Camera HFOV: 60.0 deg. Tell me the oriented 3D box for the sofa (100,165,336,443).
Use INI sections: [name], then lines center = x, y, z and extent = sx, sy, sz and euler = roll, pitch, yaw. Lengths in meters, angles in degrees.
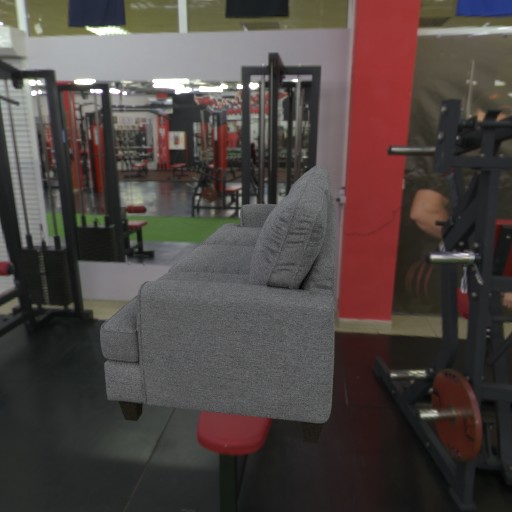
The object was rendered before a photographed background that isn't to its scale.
[sofa]
center = 0.000, 0.000, 2.696
extent = 0.951, 0.965, 2.158
euler = 3, 16, 9
